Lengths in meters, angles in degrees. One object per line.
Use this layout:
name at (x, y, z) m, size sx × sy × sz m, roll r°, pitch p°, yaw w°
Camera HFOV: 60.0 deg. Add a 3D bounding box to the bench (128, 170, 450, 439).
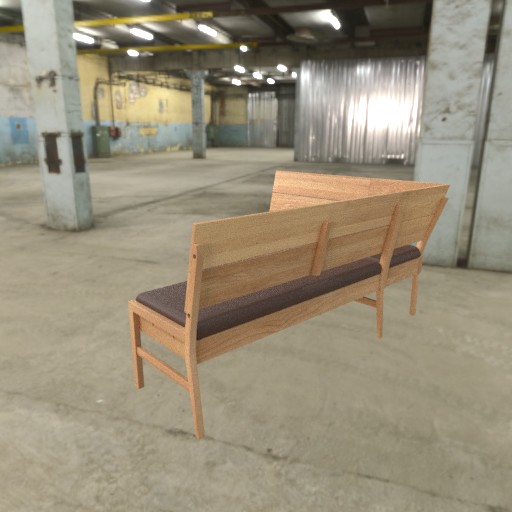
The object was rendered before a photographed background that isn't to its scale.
bench at (0.000, 0.000, 2.824) m, size 1.975 × 0.890 × 1.549 m, roll -14°, pitch 20°, yaw -42°
